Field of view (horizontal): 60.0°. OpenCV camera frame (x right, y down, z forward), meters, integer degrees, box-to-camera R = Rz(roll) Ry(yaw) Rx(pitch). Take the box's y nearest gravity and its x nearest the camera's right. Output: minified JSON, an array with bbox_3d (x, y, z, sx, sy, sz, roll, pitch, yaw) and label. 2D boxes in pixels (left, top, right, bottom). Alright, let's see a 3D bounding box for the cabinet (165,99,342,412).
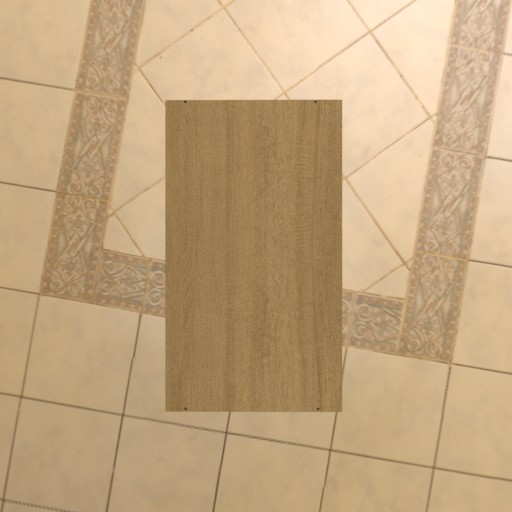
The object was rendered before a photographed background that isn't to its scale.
[{"bbox_3d":[0.000,0.000,2.429,0.571,1.999,1.006,0,90,0],"label":"cabinet"}]
